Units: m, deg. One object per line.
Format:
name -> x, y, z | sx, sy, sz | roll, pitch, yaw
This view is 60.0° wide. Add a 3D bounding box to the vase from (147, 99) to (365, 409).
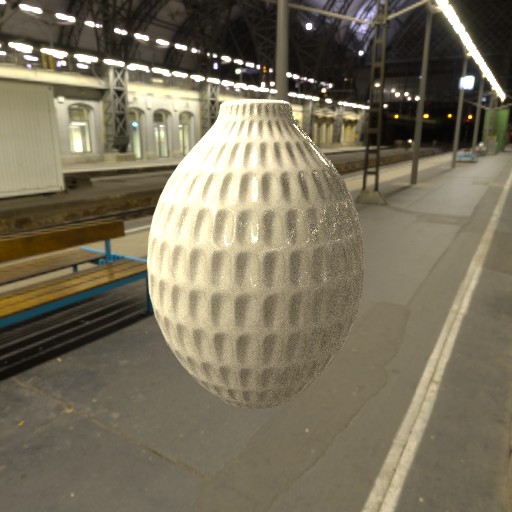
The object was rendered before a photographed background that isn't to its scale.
vase -> 0.000, 0.000, 0.338 | 0.162, 0.223, 0.162 | 0, 15, 0
